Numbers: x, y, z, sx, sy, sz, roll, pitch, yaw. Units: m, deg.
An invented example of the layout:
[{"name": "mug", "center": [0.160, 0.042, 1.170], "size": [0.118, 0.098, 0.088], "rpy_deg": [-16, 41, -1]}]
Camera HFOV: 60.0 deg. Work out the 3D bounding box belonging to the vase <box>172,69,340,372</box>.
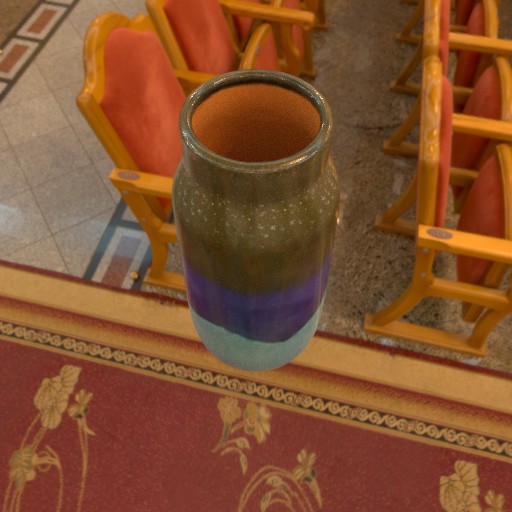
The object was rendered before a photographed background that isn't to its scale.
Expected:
[{"name": "vase", "center": [0.000, 0.000, 0.395], "size": [0.139, 0.313, 0.139], "rpy_deg": [0, 57, 0]}]
